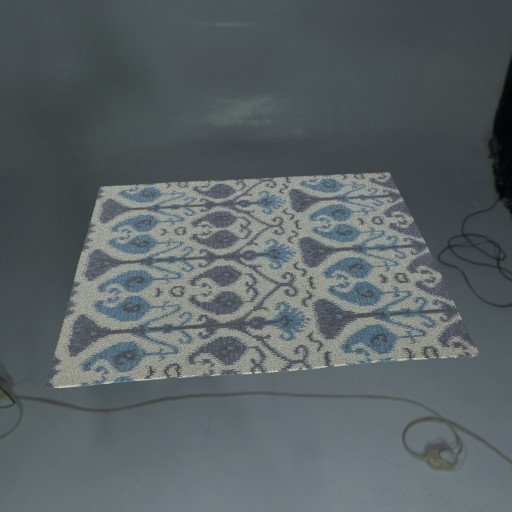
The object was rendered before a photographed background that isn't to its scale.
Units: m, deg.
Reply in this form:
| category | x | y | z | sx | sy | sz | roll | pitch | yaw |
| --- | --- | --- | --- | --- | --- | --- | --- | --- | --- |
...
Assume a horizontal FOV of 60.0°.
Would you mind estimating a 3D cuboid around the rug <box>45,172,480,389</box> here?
| category | x | y | z | sx | sy | sz | roll | pitch | yaw |
| --- | --- | --- | --- | --- | --- | --- | --- | --- | --- |
| rug | 0.000 | 0.000 | 2.864 | 2.261 | 0.013 | 1.676 | -3 | 46 | -3 |
